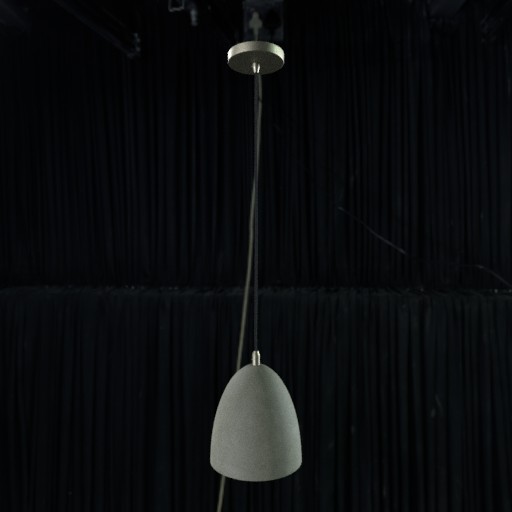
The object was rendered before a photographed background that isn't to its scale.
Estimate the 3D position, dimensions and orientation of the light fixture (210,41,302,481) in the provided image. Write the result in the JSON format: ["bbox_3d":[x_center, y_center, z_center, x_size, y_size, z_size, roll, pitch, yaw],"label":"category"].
[{"bbox_3d":[0.000,0.000,0.833,0.170,0.759,0.170,0,-1,-1],"label":"light fixture"}]
